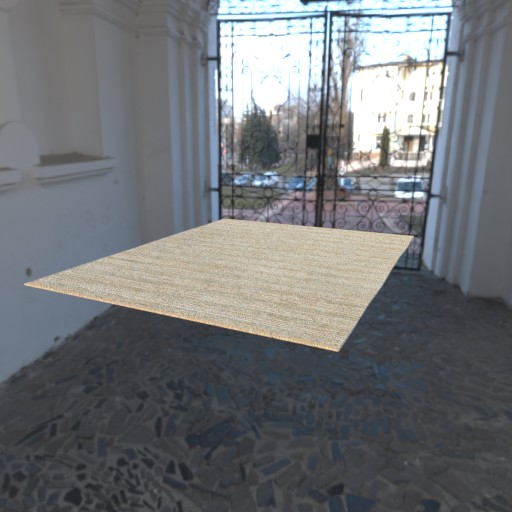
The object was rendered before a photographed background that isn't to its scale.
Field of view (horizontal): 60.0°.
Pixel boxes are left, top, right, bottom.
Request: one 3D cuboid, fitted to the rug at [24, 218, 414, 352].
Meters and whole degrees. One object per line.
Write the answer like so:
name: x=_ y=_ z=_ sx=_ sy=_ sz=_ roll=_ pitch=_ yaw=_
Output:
rug: x=0.000 y=0.000 z=4.170 sx=2.471 sy=0.012 sz=3.034 roll=7 pitch=17 yaw=25
